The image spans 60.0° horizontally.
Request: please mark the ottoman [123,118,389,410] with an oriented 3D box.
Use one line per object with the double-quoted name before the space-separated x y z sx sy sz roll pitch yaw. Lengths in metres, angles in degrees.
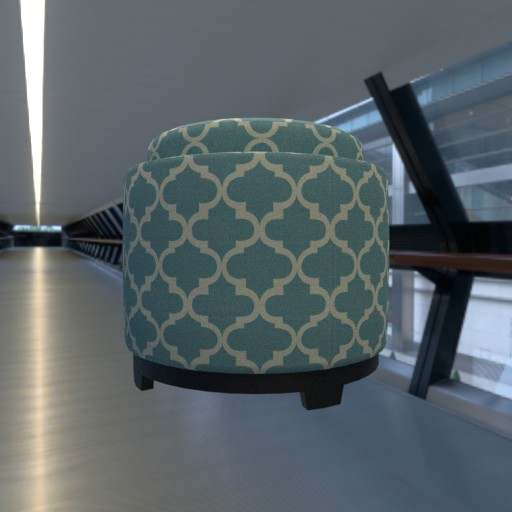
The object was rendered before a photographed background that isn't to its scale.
"ottoman" 0.000 0.000 0.833 0.480 0.429 0.480 0 1 0
